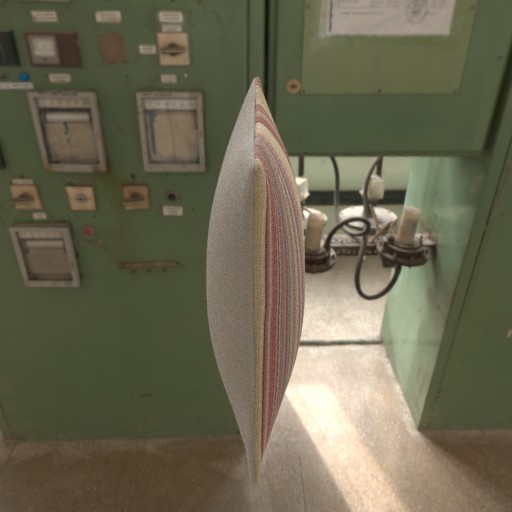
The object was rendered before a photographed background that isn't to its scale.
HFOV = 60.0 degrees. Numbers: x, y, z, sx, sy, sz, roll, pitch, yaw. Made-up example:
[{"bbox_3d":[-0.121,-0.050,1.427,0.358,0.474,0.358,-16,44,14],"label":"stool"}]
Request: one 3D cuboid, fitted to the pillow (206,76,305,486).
[{"bbox_3d":[0.000,0.000,0.632,0.136,0.419,0.437,0,31,0],"label":"pillow"}]
